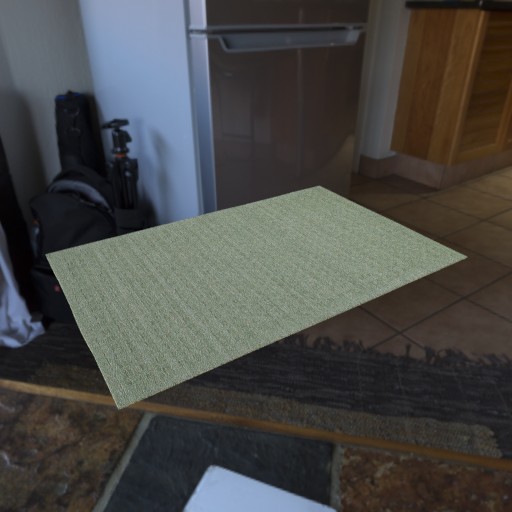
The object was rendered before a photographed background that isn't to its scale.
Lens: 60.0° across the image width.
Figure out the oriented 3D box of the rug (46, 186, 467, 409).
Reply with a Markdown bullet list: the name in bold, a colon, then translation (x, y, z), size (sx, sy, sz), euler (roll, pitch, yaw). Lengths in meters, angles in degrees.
- **rug**: translation (0.000, 0.000, 2.191), size (1.747, 0.006, 1.143), euler (-18, 34, -28)
